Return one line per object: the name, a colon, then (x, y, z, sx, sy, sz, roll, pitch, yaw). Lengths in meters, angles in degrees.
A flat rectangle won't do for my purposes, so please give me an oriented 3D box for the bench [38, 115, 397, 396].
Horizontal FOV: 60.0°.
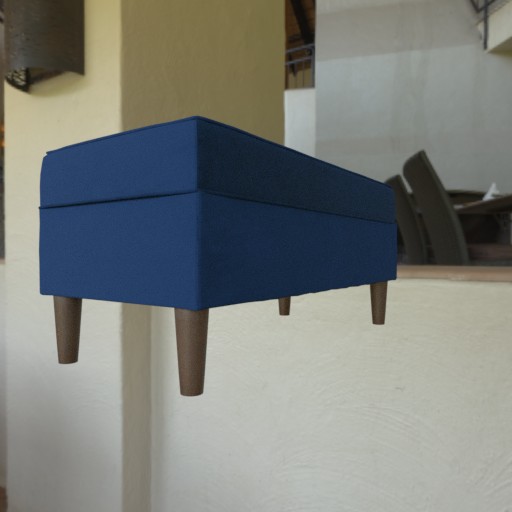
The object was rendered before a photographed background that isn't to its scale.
bench: (0.000, 0.000, 1.246, 0.489, 0.467, 1.010, 0, 1, 35)
